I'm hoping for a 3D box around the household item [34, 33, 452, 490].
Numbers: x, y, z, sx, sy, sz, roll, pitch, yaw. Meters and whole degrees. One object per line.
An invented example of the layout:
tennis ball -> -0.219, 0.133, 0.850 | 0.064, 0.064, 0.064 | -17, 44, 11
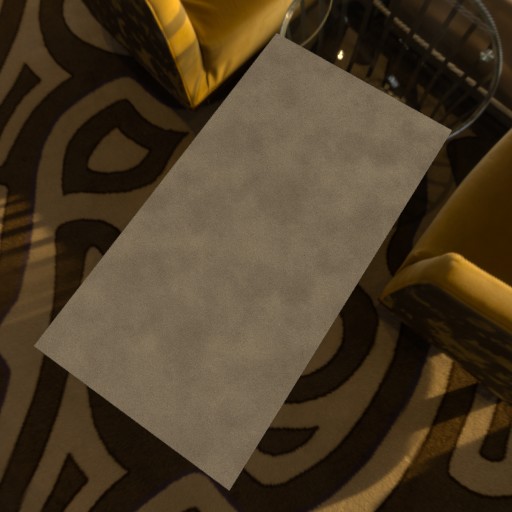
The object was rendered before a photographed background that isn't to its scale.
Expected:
household item -> 0.000, 0.000, 2.062 | 0.850, 0.755, 1.600 | 33, 78, 8
